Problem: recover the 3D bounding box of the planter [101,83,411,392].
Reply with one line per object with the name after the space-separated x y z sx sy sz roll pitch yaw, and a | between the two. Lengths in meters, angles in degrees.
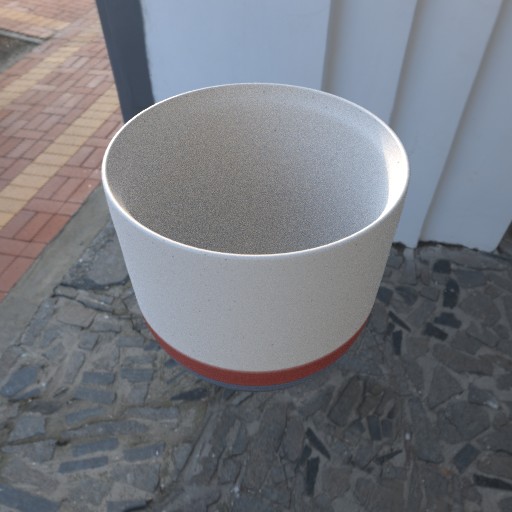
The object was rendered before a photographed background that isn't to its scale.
0.000 0.000 0.487 0.268 0.270 0.268 0 46 0 | planter
